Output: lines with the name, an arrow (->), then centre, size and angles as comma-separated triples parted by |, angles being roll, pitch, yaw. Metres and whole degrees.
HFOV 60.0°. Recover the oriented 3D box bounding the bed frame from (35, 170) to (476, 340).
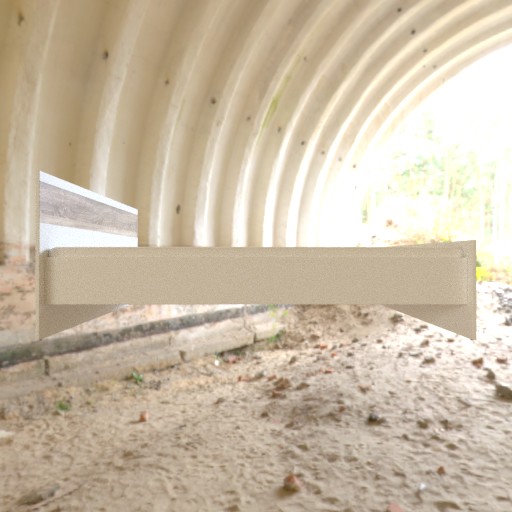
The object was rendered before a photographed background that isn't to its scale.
bed frame -> 0.000, 0.000, 2.930 | 2.060, 0.800, 1.720 | 0, 0, 0
